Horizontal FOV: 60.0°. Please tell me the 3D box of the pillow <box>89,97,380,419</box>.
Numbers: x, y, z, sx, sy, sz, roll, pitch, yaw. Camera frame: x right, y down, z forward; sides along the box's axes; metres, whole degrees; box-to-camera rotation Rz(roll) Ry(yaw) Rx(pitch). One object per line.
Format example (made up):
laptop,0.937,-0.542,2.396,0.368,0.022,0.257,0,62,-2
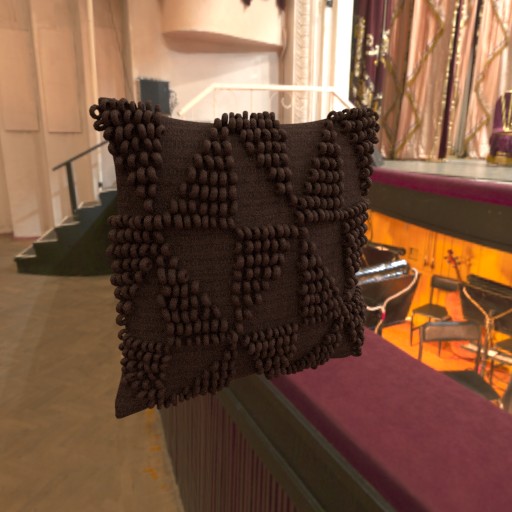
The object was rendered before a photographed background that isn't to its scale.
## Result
pillow,0.000,0.000,0.712,0.470,0.467,0.172,-7,16,-26
